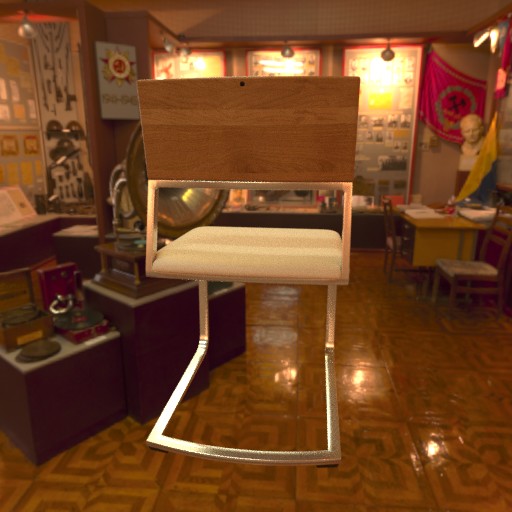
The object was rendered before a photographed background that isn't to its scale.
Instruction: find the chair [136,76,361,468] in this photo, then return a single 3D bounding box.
[{"bbox_3d":[0.000,0.000,1.179,0.467,0.844,0.585,2,15,7],"label":"chair"}]
